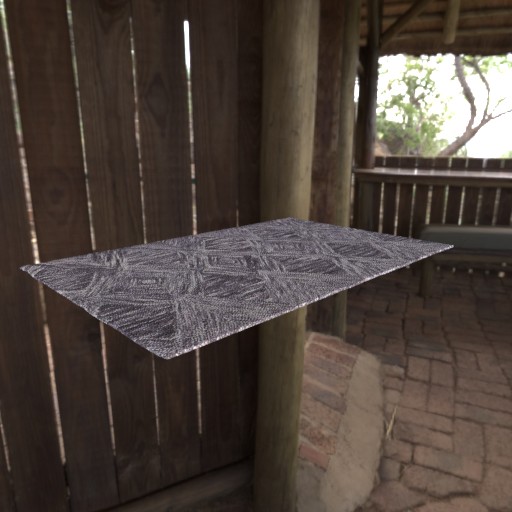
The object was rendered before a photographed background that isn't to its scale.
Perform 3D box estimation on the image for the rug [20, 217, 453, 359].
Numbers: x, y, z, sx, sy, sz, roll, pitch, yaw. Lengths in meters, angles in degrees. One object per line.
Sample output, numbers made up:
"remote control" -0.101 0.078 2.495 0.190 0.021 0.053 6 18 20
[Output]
"rug" 0.000 0.000 2.187 1.814 0.012 1.186 -14 21 -42
